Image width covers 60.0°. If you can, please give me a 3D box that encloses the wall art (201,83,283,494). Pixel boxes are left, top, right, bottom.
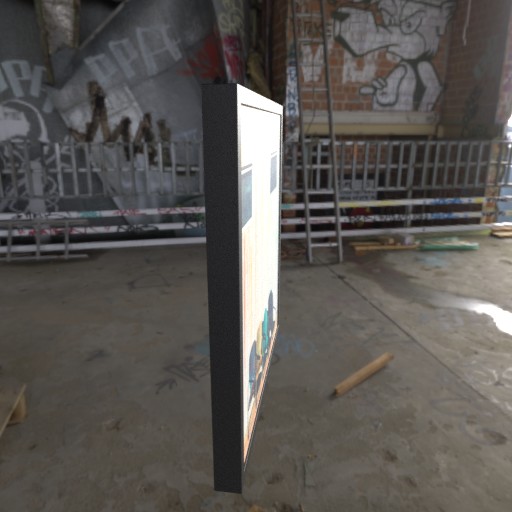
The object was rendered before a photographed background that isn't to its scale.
[{"bbox_3d":[0.000,0.000,0.756,0.037,0.506,0.506,2,16,8],"label":"wall art"}]
